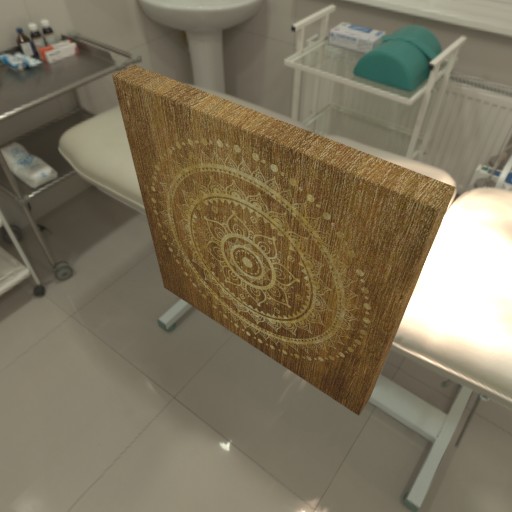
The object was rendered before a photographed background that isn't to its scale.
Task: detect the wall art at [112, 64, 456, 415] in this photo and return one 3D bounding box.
[{"bbox_3d":[0.000,0.000,0.601,0.406,0.403,0.039,29,53,24],"label":"wall art"}]
